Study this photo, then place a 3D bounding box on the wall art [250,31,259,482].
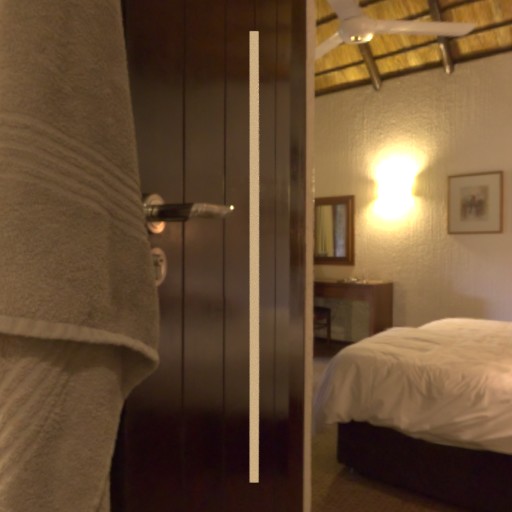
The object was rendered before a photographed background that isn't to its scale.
[{"bbox_3d":[0.000,0.000,0.677,0.009,0.457,0.456,0,0,0],"label":"wall art"}]
